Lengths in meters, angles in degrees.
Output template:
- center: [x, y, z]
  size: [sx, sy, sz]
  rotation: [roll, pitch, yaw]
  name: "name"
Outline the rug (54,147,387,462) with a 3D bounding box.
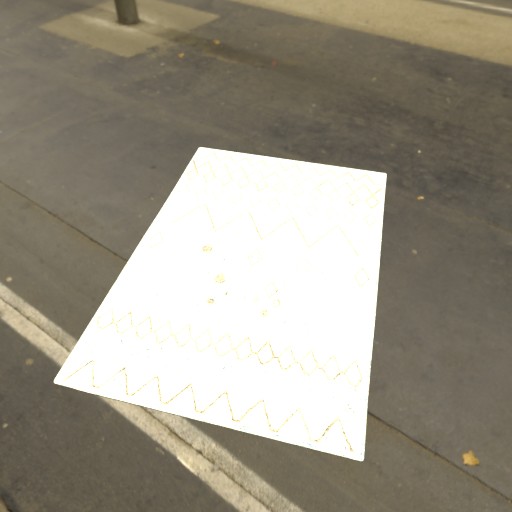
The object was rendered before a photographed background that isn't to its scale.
- center: [0.000, 0.000, 2.319]
  size: [1.260, 0.009, 1.820]
  rotation: [10, 47, 10]
  name: "rug"
